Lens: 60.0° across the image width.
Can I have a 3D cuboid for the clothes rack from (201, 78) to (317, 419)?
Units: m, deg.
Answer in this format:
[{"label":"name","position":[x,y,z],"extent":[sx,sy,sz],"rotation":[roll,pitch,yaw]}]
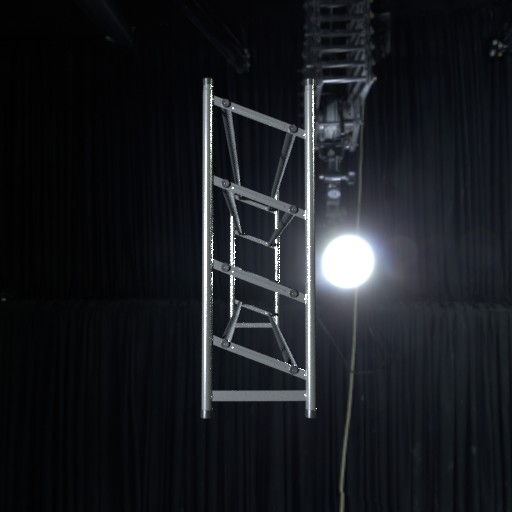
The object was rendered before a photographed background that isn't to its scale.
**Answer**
[{"label":"clothes rack","position":[0.000,0.000,1.454],"extent":[0.229,0.672,1.168],"rotation":[0,-2,-1]}]
